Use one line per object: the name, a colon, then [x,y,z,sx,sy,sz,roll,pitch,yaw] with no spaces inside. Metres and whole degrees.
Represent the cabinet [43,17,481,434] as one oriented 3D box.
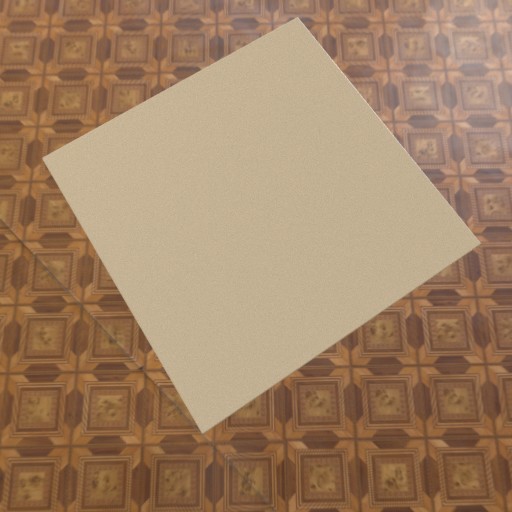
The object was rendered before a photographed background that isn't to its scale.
cabinet: [0.000,0.000,1.136,0.547,0.775,0.544,-32,78,-8]
